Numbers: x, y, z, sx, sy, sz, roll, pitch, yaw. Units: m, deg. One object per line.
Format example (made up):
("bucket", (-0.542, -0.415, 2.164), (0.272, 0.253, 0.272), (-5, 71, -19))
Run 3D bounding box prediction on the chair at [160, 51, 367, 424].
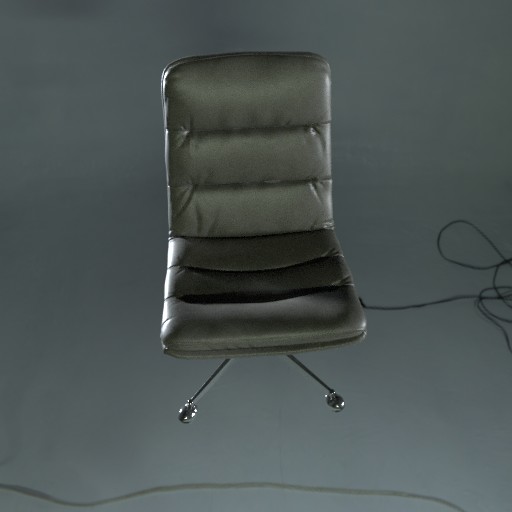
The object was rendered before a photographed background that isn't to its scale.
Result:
("chair", (0.000, 0.000, 1.005), (0.422, 0.738, 0.485), (-4, 46, -4))
